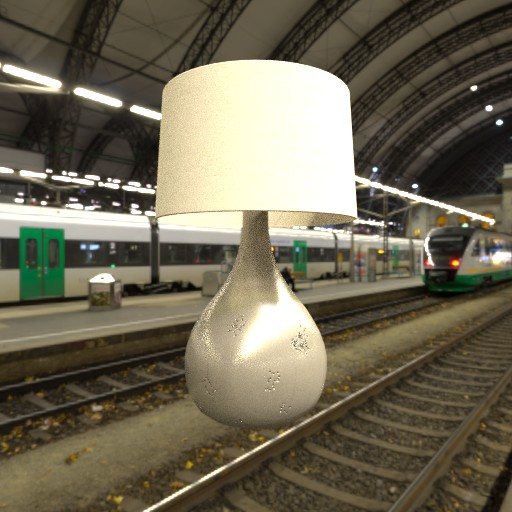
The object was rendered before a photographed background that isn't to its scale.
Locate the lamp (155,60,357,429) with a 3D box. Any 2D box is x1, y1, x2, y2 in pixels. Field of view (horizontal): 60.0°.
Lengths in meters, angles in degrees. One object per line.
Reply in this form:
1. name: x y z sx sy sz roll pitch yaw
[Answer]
1. lamp: 0.000 0.000 0.742 0.330 0.521 0.330 0 0 0
